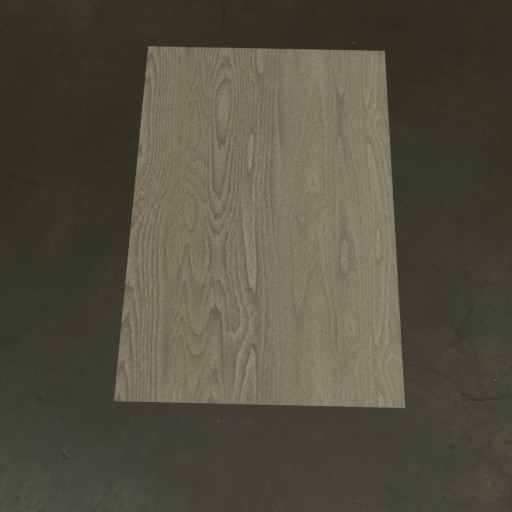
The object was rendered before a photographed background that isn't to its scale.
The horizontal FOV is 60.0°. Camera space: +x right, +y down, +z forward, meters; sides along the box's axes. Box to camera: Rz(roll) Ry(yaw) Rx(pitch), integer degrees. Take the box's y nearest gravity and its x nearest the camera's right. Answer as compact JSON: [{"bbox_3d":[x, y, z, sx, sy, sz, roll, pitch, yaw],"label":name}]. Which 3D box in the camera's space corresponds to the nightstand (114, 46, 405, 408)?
[{"bbox_3d":[0.000,0.000,0.748,0.325,0.461,0.442,1,76,0],"label":"nightstand"}]
